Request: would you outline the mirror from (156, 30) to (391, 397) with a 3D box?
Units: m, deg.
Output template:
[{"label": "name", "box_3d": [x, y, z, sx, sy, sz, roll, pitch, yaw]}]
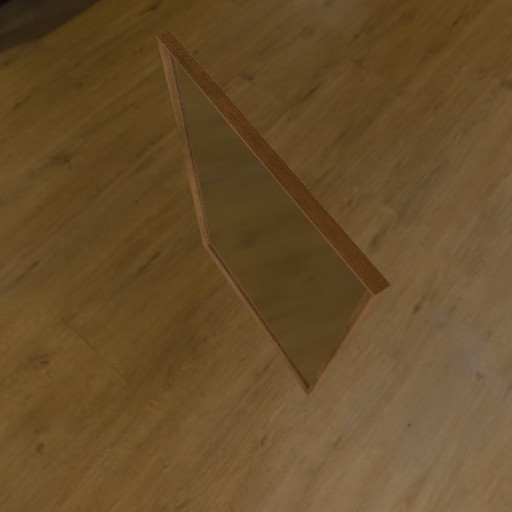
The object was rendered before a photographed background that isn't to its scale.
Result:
[{"label": "mirror", "box_3d": [0.000, 0.000, 1.326, 0.041, 1.016, 0.762, -31, 67, -14]}]
